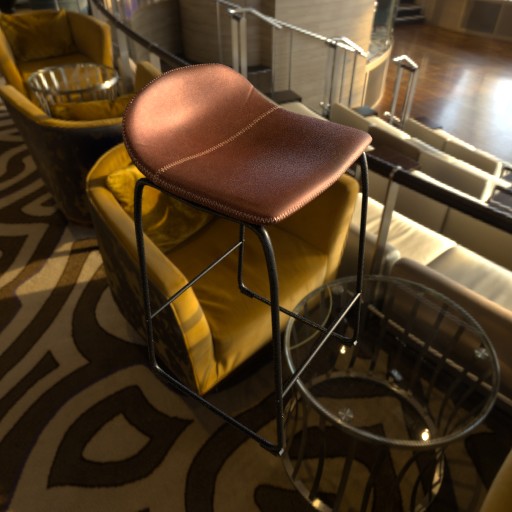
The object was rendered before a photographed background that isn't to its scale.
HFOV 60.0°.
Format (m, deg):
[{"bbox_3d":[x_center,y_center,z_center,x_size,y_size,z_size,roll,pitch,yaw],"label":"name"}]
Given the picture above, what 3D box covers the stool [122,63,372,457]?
[{"bbox_3d":[0.000,0.000,1.126,0.473,0.830,0.454,24,45,27],"label":"stool"}]
